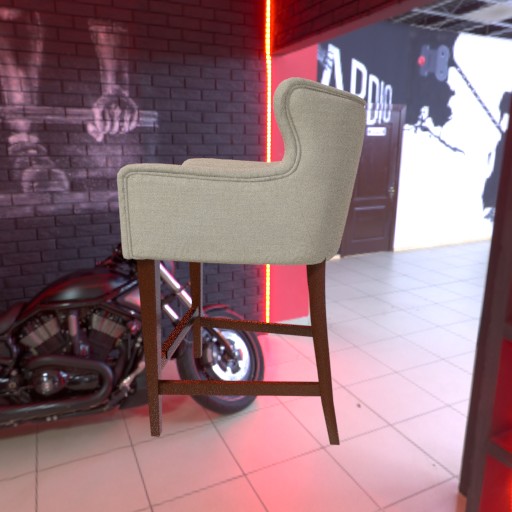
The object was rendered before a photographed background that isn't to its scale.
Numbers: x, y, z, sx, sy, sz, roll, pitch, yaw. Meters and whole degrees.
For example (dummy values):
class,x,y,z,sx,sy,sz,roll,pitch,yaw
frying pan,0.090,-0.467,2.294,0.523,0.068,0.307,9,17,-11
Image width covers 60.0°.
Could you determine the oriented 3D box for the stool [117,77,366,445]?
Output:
class,x,y,z,sx,sy,sz,roll,pitch,yaw
stool,0.000,0.000,1.413,0.637,0.987,0.615,2,14,7
